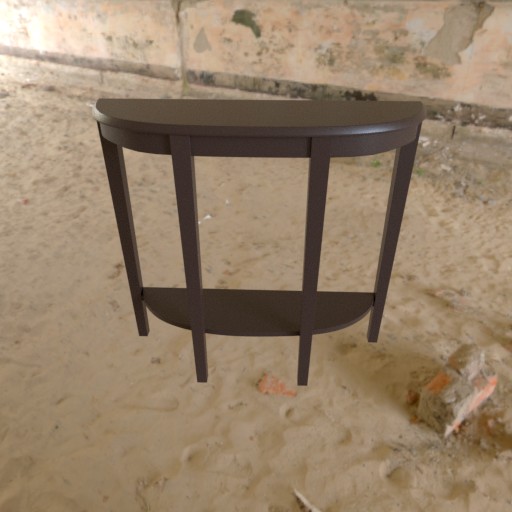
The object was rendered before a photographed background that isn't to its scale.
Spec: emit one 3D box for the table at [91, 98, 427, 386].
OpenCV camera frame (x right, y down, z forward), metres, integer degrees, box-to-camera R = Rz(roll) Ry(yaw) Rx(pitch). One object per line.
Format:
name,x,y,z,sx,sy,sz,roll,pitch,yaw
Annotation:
table,0.000,0.000,1.308,0.909,0.831,0.274,1,32,2
